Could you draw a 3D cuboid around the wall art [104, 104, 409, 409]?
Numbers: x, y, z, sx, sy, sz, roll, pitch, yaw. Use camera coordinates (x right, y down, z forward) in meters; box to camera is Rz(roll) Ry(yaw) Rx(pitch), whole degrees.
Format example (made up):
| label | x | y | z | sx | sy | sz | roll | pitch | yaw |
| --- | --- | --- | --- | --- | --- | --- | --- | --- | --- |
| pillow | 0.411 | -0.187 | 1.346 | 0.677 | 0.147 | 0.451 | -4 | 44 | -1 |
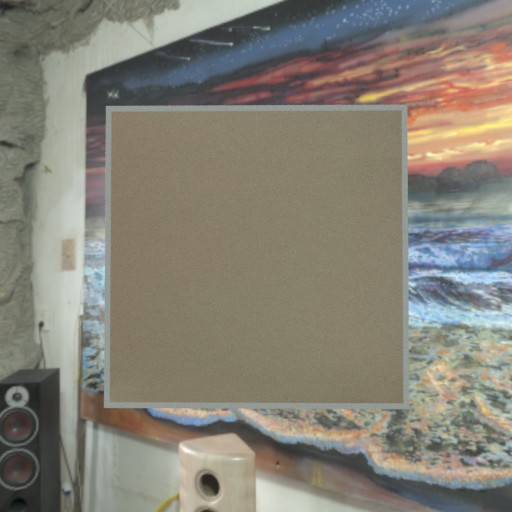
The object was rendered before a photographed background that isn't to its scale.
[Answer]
| label | x | y | z | sx | sy | sz | roll | pitch | yaw |
| --- | --- | --- | --- | --- | --- | --- | --- | --- | --- |
| wall art | 0.000 | 0.000 | 0.670 | 0.456 | 0.456 | 0.007 | 0 | -1 | 1 |
